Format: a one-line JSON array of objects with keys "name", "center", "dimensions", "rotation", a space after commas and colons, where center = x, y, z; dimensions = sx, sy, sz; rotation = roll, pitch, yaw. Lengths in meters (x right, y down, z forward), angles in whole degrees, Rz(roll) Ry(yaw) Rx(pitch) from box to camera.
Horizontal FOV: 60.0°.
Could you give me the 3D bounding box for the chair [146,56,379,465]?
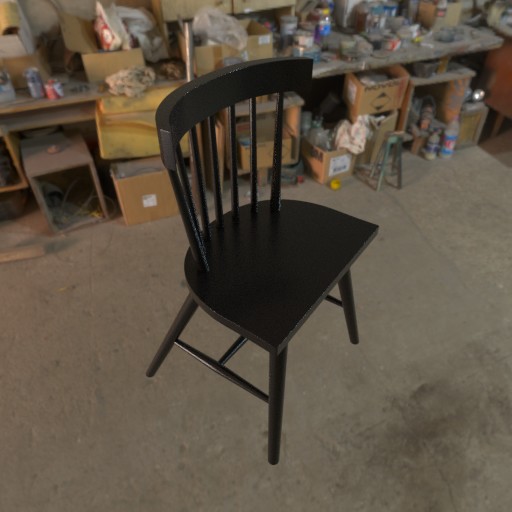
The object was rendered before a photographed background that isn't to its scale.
[{"name": "chair", "center": [0.000, 0.000, 1.127], "dimensions": [0.483, 0.844, 0.506], "rotation": [25, 47, 26]}]
